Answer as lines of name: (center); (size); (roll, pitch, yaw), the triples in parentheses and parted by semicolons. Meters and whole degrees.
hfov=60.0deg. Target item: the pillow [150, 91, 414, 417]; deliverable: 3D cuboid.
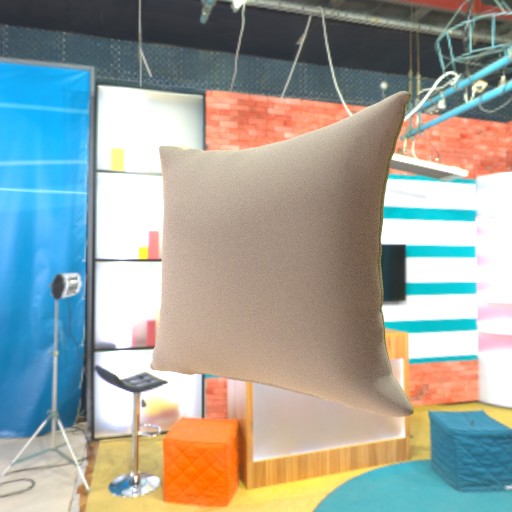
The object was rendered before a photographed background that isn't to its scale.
pillow: (0.000, 0.000, 0.808); (0.560, 0.487, 0.229); (-1, -2, 35)
